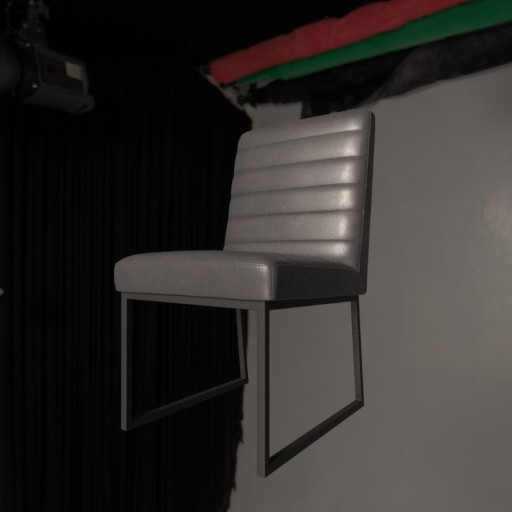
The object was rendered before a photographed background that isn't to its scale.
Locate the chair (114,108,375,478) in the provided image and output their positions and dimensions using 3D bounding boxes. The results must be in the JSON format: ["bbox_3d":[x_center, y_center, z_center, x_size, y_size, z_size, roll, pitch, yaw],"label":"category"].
[{"bbox_3d":[0.000,0.000,1.301,0.520,0.930,0.634,0,0,35],"label":"chair"}]
